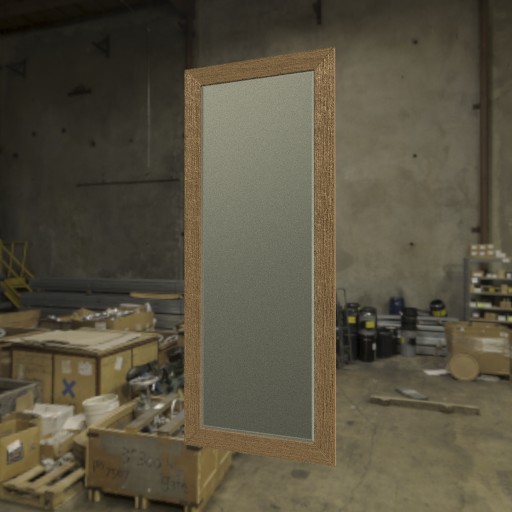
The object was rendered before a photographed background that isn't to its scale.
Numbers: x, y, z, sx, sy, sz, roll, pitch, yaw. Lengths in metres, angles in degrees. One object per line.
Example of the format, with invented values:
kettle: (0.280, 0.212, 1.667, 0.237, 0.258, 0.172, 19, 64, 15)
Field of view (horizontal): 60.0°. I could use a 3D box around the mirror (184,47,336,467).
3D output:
mirror: (0.000, 0.000, 2.287, 0.812, 2.031, 0.026, 0, -1, 19)
